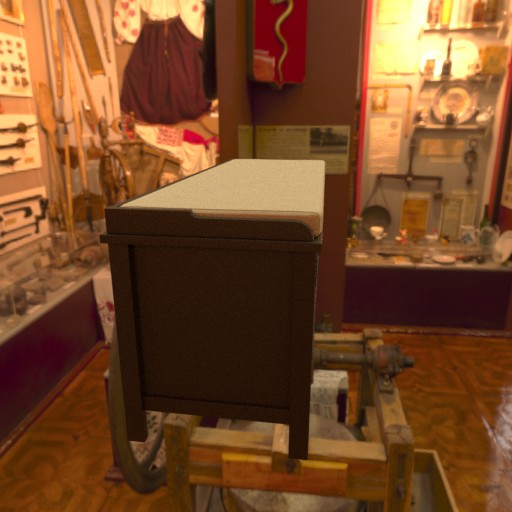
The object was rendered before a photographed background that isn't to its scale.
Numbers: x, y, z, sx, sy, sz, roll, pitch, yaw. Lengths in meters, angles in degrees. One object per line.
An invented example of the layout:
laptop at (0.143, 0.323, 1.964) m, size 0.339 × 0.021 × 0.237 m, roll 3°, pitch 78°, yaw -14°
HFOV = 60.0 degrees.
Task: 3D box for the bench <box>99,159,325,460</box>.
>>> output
bench at (0.000, 0.000, 1.369) m, size 0.398 × 0.501 × 1.140 m, roll 3°, pitch 17°, yaw 8°
